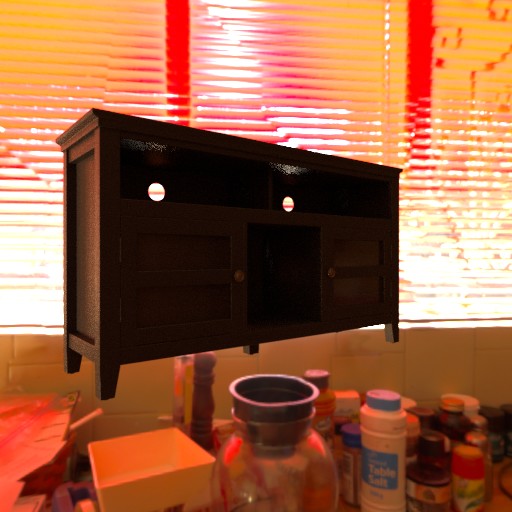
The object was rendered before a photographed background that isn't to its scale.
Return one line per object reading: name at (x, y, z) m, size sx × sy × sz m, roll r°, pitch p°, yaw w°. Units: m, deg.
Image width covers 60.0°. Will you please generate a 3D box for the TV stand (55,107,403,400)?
TV stand at (0.000, 0.000, 1.508) m, size 1.198 × 0.681 × 0.347 m, roll 0°, pitch 0°, yaw -37°
